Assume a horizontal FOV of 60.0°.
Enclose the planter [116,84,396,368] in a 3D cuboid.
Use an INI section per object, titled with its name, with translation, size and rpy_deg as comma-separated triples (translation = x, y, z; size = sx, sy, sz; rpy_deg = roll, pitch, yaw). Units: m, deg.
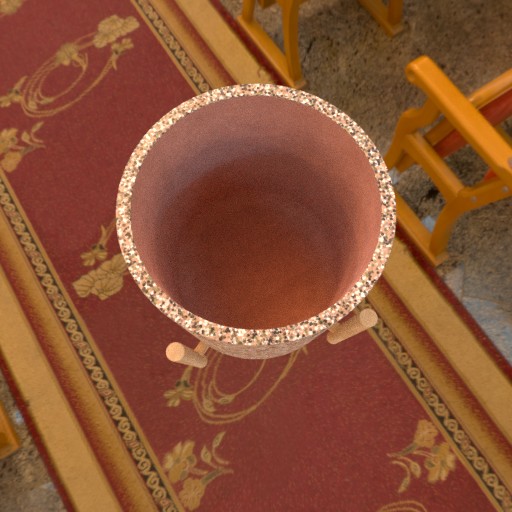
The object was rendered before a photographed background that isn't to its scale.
[planter]
translation = 0.000, 0.000, 0.681
size = 0.360, 0.419, 0.360
rpy_deg = -31, 77, -8
